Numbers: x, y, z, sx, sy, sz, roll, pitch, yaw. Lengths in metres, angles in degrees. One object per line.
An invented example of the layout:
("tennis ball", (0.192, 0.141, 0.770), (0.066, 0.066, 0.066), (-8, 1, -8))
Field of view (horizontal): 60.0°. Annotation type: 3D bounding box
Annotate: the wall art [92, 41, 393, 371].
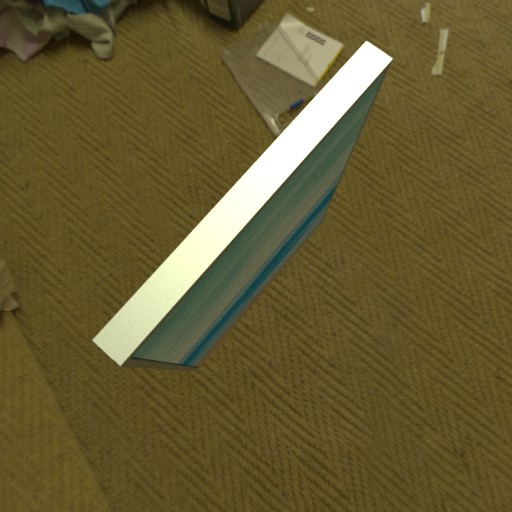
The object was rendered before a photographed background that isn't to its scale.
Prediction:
("wall art", (0.000, 0.000, 0.731), (0.039, 0.553, 0.445), (39, 78, 10))
